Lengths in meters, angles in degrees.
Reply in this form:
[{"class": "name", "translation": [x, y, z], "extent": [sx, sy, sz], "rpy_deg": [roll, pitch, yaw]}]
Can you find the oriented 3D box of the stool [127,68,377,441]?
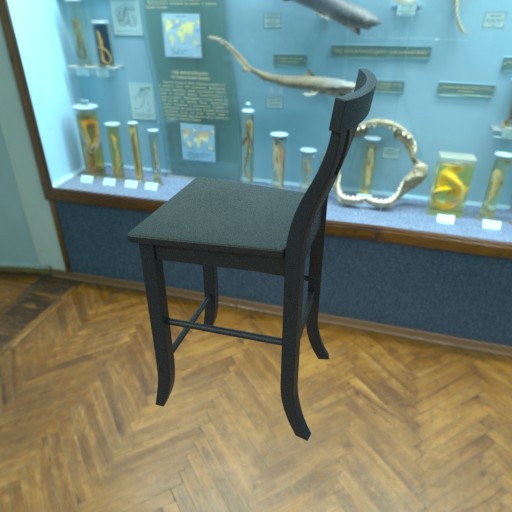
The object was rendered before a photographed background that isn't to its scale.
[{"class": "stool", "translation": [0.000, 0.000, 1.302], "extent": [0.559, 0.989, 0.452], "rpy_deg": [9, 31, 15]}]
